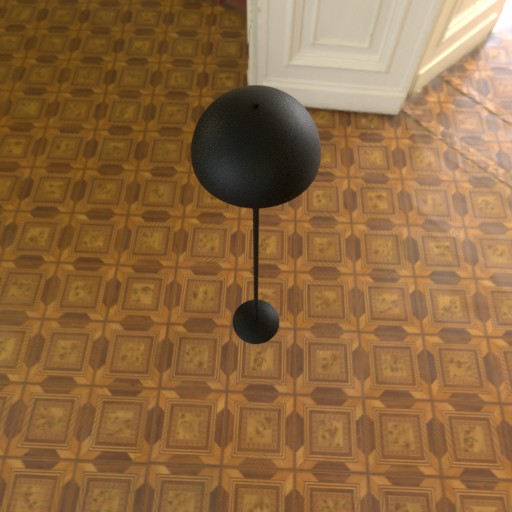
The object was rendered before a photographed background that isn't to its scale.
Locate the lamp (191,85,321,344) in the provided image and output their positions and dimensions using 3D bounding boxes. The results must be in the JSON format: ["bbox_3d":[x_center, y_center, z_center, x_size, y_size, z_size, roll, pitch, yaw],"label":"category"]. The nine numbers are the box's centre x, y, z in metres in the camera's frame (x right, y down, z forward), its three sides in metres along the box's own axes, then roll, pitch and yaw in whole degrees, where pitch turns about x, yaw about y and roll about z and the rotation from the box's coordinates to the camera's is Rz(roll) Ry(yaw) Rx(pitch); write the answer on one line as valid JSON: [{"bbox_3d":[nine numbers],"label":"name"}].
[{"bbox_3d":[0.000,0.000,1.630,0.328,1.480,0.328,2,63,1],"label":"lamp"}]
